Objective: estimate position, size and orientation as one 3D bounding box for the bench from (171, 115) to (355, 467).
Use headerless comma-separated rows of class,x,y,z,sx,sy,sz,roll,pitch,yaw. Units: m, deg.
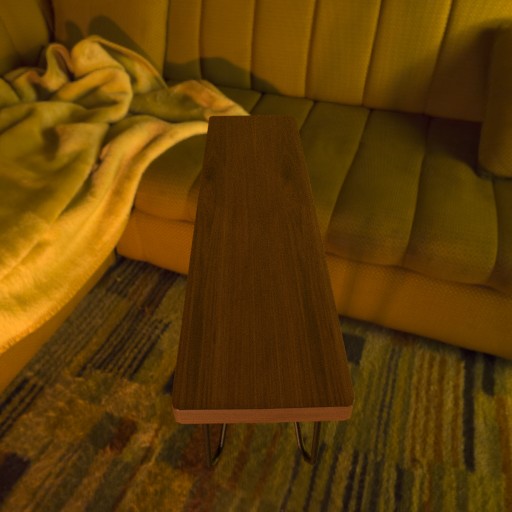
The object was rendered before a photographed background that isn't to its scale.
bench,0.000,0.000,1.739,0.425,0.462,1.570,-1,41,-1
